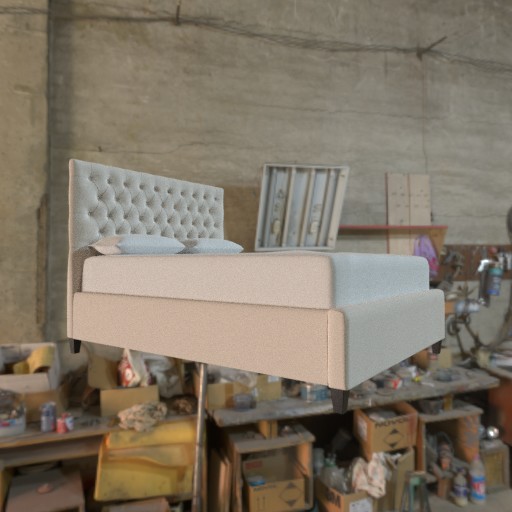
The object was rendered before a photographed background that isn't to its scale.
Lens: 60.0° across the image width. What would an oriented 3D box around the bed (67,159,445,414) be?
[{"bbox_3d":[0.000,0.000,3.263,2.233,1.426,1.696,0,-1,37],"label":"bed"}]
